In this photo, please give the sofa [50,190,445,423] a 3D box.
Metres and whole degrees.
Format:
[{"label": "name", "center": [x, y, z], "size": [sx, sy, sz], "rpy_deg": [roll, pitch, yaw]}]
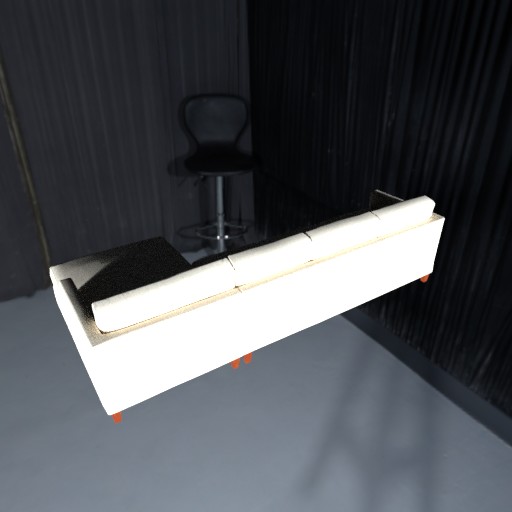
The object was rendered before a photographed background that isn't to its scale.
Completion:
[{"label": "sofa", "center": [0.000, 0.000, 4.251], "size": [3.471, 0.954, 1.603], "rpy_deg": [-18, 35, -28]}]
